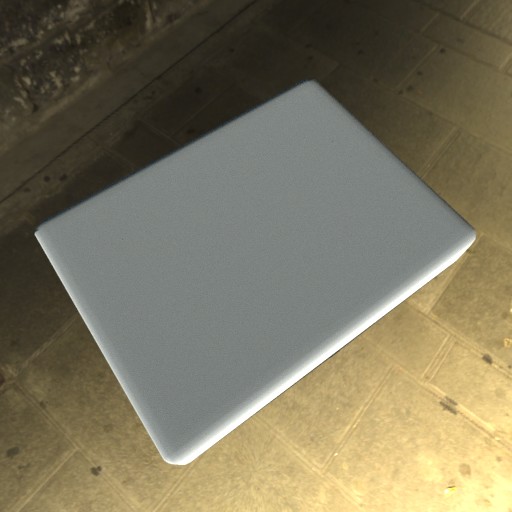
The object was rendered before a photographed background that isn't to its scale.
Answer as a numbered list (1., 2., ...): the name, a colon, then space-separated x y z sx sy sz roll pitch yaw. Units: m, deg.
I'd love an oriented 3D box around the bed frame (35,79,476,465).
1. bed frame: 0.000 0.000 2.772 2.037 0.677 1.528 -33 68 -15
